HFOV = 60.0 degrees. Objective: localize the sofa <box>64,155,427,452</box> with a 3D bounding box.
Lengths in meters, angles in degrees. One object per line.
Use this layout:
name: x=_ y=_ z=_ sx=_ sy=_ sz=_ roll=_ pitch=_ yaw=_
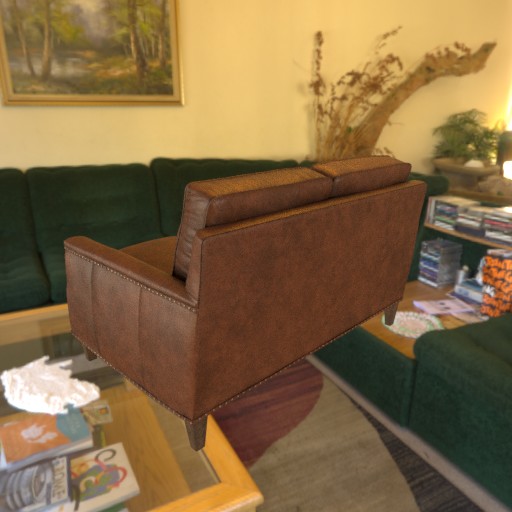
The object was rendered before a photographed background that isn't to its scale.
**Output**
sofa: x=0.000 y=0.000 z=2.292 sx=1.628 sy=1.003 sz=1.083 roll=-17 pitch=25 yaw=-42
